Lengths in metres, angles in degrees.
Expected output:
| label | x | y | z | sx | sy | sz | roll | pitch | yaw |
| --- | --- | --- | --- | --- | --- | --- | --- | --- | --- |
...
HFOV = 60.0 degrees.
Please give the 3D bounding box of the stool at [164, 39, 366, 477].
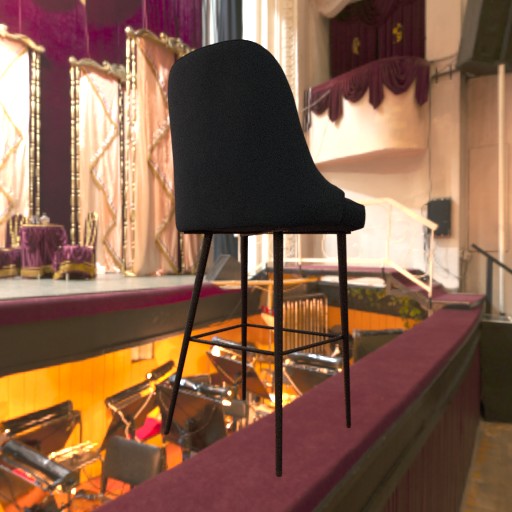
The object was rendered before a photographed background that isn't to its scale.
| label | x | y | z | sx | sy | sz | roll | pitch | yaw |
| --- | --- | --- | --- | --- | --- | --- | --- | --- | --- |
| stool | 0.000 | 0.000 | 1.346 | 0.527 | 1.079 | 0.489 | 1 | 1 | 37 |
